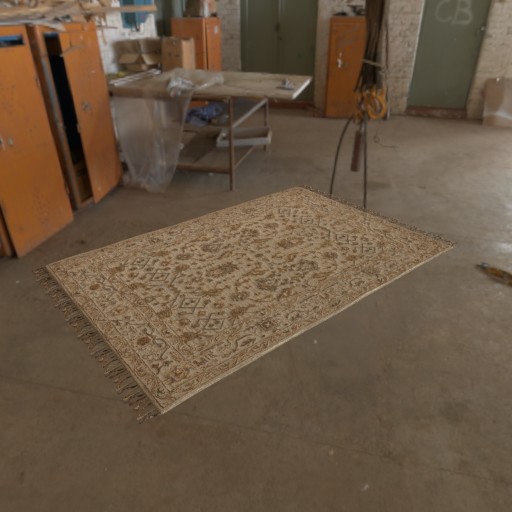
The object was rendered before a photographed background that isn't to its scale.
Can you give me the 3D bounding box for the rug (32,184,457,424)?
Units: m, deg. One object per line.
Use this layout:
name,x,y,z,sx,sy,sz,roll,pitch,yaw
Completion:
rug,0.000,0.000,2.942,2.434,0.027,1.529,-22,36,-34
